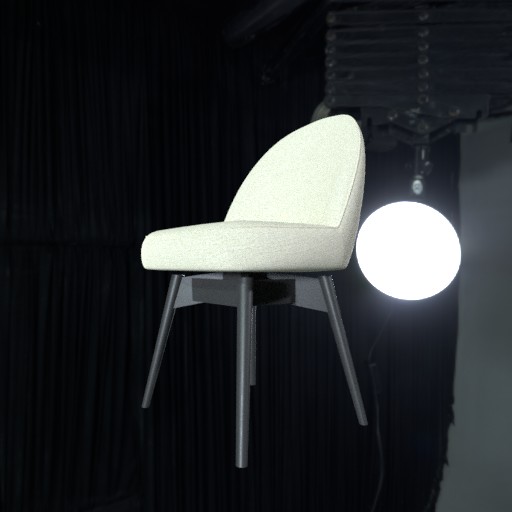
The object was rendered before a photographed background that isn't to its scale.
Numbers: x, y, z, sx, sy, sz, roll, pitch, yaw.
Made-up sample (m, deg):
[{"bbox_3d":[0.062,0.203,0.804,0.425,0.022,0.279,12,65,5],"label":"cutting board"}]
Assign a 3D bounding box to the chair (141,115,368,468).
[{"bbox_3d":[0.000,0.000,1.194,0.540,0.838,0.532,1,-1,-38],"label":"chair"}]
